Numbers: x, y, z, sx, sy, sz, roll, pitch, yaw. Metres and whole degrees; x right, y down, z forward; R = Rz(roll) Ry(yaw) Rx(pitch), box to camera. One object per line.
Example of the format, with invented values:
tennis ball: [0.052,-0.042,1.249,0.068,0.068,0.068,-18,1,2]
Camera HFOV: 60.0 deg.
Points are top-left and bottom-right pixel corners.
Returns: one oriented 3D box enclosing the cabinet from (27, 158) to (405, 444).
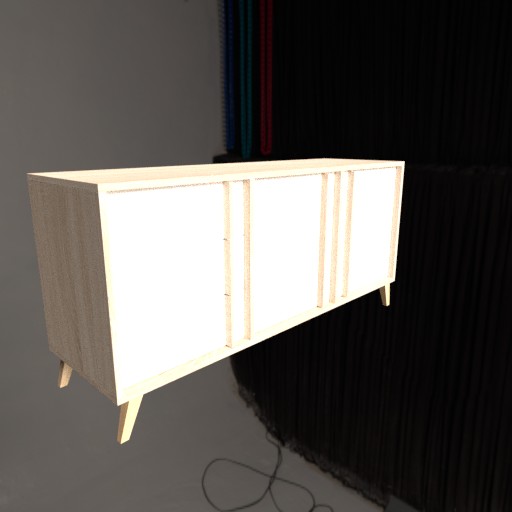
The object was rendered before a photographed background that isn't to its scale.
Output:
cabinet: [0.000,0.000,1.960,0.500,0.780,1.649,14,20,43]
